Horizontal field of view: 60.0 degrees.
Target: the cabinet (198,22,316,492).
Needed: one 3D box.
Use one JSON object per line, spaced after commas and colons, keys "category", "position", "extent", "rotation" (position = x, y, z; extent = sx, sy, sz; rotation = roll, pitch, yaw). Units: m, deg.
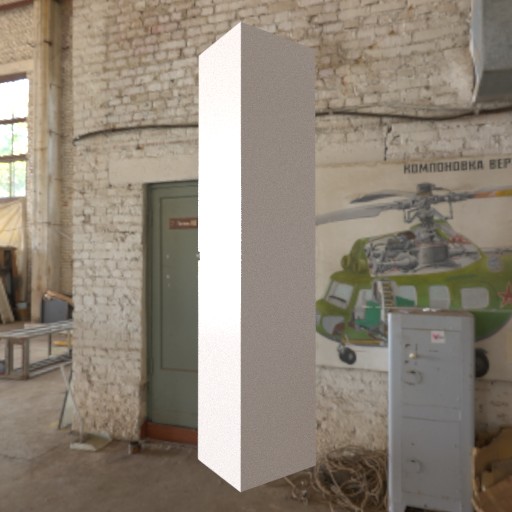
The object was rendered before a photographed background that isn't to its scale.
{"category": "cabinet", "position": [0.000, 0.000, 1.515], "extent": [0.300, 1.400, 0.269], "rotation": [1, -1, -35]}
